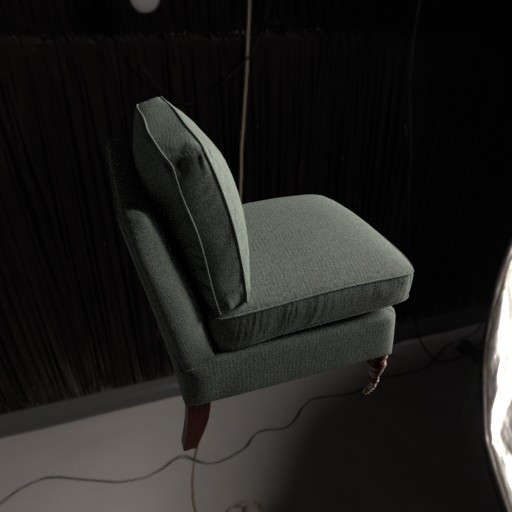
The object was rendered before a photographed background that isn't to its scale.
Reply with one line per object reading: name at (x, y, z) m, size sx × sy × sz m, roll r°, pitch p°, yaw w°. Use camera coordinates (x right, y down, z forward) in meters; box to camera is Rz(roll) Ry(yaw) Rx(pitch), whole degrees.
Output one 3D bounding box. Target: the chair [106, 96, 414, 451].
chair at (0.000, 0.000, 1.409) m, size 0.796 × 0.901 × 0.624 m, roll -10°, pitch 31°, yaw -16°
